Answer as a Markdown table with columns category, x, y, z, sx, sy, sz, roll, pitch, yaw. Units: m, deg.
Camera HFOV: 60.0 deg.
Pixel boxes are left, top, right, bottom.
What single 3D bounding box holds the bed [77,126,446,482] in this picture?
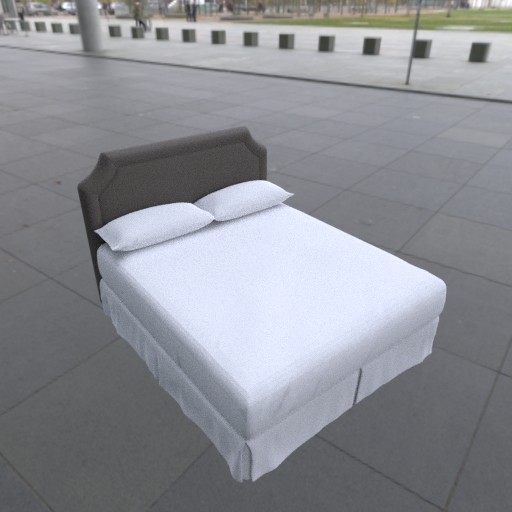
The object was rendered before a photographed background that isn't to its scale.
| category | x | y | z | sx | sy | sz | roll | pitch | yaw |
| --- | --- | --- | --- | --- | --- | --- | --- | --- | --- |
| bed | 0.000 | 0.000 | 3.873 | 2.194 | 1.561 | 2.536 | -21 | 36 | -32 |
